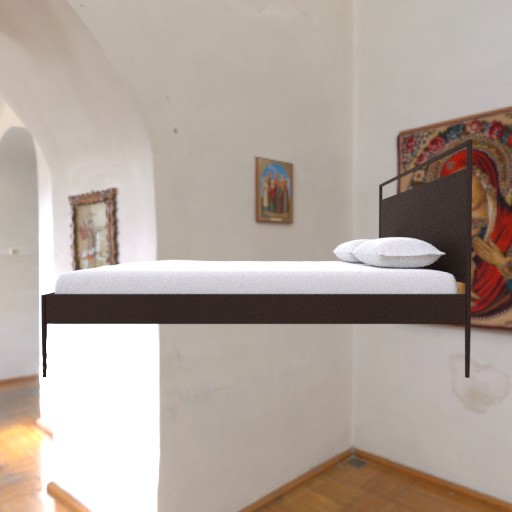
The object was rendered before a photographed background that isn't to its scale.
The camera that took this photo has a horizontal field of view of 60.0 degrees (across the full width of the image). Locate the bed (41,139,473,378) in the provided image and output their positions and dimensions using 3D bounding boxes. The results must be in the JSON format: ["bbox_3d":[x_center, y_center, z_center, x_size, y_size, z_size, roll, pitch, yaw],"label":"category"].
[{"bbox_3d":[0.000,0.000,2.960,2.122,1.173,1.572,0,1,0],"label":"bed"}]
